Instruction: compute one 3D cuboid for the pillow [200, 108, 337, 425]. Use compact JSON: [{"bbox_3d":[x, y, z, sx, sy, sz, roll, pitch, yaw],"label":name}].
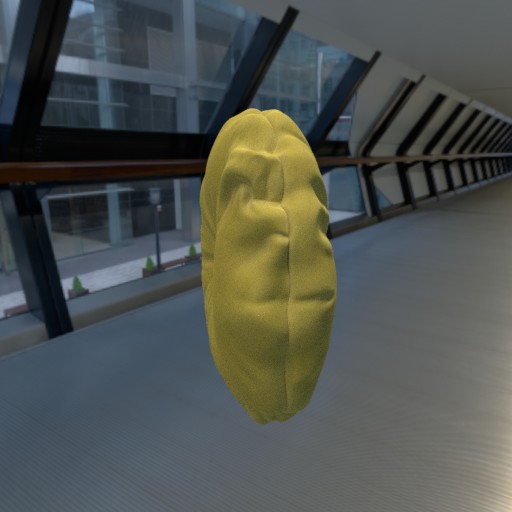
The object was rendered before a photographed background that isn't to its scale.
[{"bbox_3d":[0.000,0.000,0.645,0.148,0.407,0.428,-3,14,-10],"label":"pillow"}]
